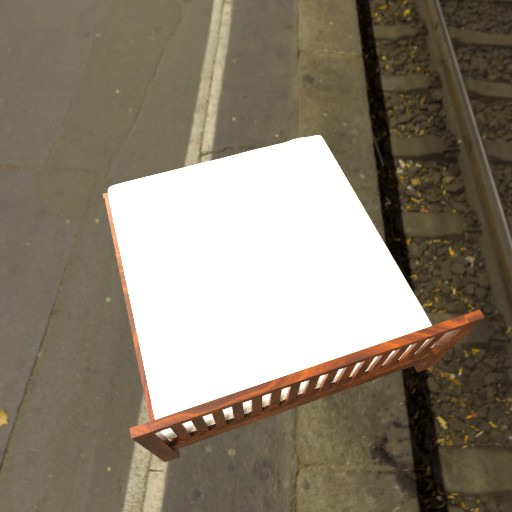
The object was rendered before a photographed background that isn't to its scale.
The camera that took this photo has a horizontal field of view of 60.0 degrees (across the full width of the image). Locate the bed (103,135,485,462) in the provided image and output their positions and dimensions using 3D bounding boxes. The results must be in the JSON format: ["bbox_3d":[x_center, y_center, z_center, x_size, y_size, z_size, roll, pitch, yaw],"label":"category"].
[{"bbox_3d":[0.000,0.000,3.099,1.905,0.890,2.030,-16,60,-10],"label":"bed"}]
